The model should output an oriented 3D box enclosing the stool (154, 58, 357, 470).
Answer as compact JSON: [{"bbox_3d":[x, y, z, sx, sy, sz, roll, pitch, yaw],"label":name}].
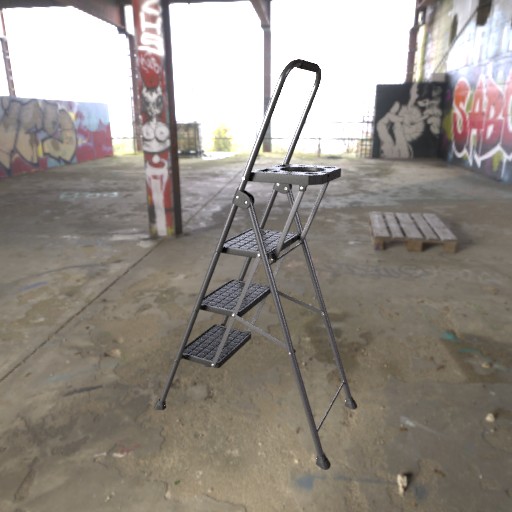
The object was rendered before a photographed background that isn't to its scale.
[{"bbox_3d":[0.000,0.000,1.595,0.733,1.277,0.396,9,20,25],"label":"stool"}]
